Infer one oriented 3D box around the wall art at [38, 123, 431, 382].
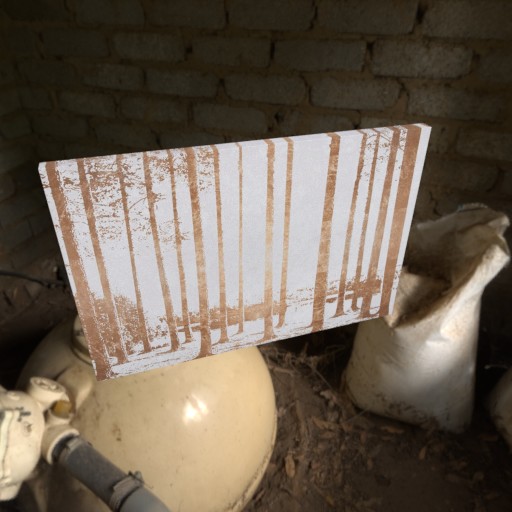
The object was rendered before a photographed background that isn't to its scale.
[{"bbox_3d":[0.000,0.000,1.169,0.914,0.609,0.035,-10,34,-15],"label":"wall art"}]
